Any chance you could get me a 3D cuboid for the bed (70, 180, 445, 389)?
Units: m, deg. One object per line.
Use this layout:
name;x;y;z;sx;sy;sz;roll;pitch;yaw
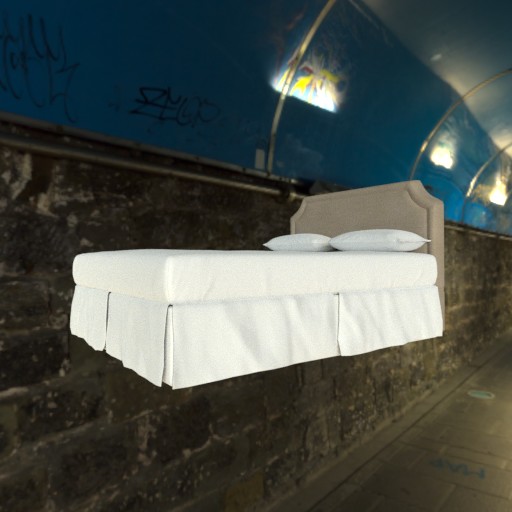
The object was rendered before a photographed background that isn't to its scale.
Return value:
bed;0.000;0.000;3.606;2.498;1.293;1.977;0;0;-36
